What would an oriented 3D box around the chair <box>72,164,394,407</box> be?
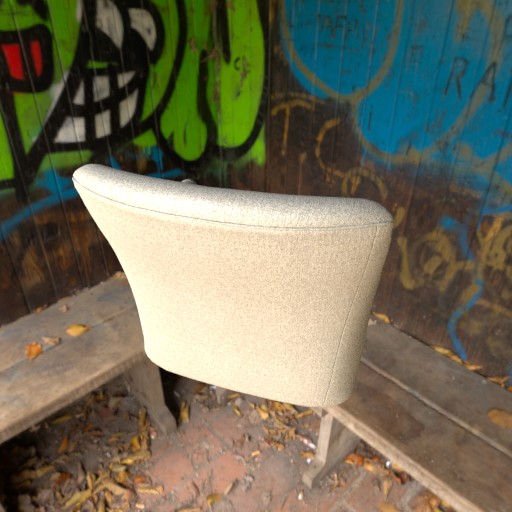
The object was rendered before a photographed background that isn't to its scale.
[{"bbox_3d":[0.000,0.000,1.562,0.864,0.856,0.923,10,34,15],"label":"chair"}]
